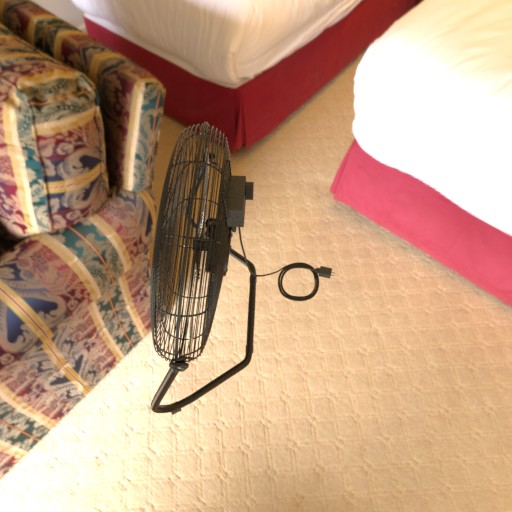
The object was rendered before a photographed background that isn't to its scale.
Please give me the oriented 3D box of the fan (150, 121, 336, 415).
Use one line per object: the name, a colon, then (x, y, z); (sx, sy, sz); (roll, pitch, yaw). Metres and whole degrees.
fan: (0.000, 0.000, 0.928); (0.424, 0.546, 0.555); (2, 56, 1)
